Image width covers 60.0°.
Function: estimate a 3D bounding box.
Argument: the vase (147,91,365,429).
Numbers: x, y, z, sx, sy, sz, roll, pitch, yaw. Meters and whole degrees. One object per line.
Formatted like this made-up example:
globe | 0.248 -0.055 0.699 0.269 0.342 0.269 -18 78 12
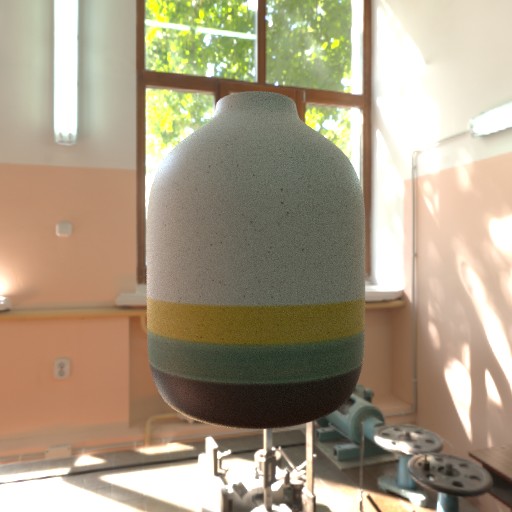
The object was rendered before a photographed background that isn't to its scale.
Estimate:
vase | 0.000 0.000 0.353 0.169 0.240 0.169 0 0 0
